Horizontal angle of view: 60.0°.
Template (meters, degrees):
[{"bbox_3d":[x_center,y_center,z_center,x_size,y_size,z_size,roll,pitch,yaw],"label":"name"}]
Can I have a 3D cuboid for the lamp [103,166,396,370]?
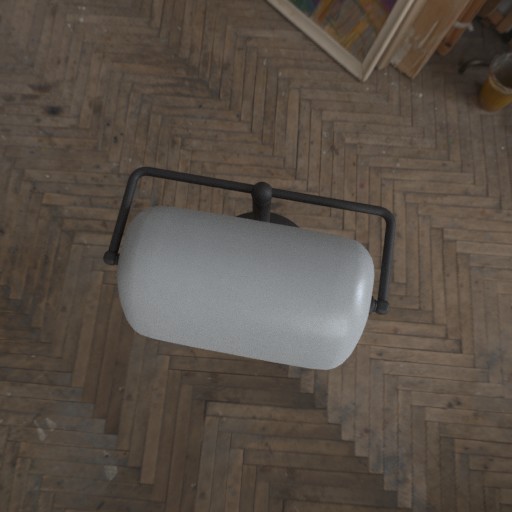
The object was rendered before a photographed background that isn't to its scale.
[{"bbox_3d":[0.000,0.000,0.533,0.264,0.339,0.243,10,75,3],"label":"lamp"}]
